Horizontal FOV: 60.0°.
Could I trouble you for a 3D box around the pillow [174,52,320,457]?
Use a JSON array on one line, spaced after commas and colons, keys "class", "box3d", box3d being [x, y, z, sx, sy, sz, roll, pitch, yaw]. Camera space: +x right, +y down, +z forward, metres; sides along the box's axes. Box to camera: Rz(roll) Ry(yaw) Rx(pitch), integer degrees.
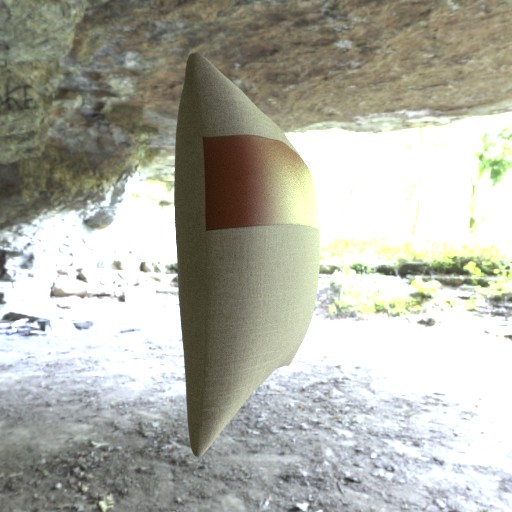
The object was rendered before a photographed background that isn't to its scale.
[{"class": "pillow", "box3d": [0.000, 0.000, 0.628, 0.173, 0.399, 0.414, 0, 0, 17]}]
